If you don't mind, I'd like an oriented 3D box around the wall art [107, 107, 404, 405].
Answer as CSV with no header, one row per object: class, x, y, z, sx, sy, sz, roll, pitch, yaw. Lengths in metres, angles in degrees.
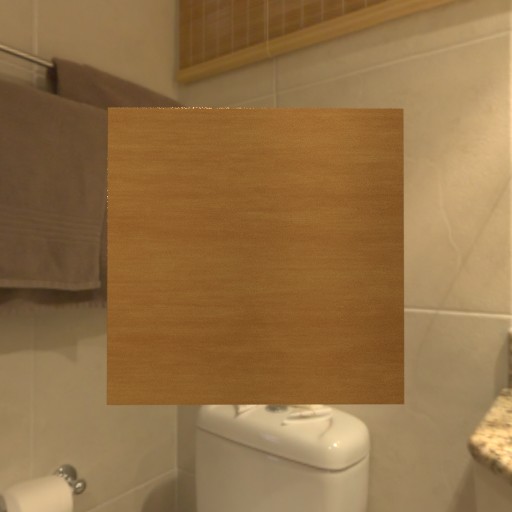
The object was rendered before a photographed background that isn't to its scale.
wall art,0.000,0.000,0.460,0.302,0.302,0.019,0,-1,-1
